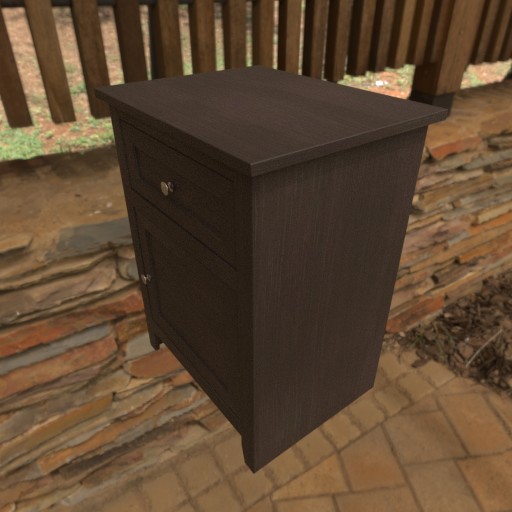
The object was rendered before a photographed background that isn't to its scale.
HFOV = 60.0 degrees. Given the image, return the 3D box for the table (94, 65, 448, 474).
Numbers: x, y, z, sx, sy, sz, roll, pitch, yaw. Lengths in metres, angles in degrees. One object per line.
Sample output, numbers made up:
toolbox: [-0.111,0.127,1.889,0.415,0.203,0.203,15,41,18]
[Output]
table: [0.000,0.000,0.919,0.381,0.635,0.480,-22,39,-31]
